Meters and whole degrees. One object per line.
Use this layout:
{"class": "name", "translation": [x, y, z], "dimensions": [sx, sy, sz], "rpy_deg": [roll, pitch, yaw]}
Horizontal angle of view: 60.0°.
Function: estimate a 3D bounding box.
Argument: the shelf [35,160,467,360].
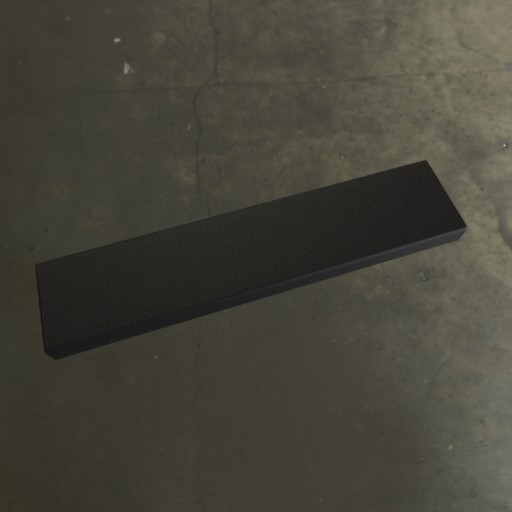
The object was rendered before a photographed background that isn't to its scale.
{"class": "shelf", "translation": [0.000, 0.000, 0.498], "dimensions": [0.456, 0.053, 0.102], "rpy_deg": [-16, 65, -8]}
